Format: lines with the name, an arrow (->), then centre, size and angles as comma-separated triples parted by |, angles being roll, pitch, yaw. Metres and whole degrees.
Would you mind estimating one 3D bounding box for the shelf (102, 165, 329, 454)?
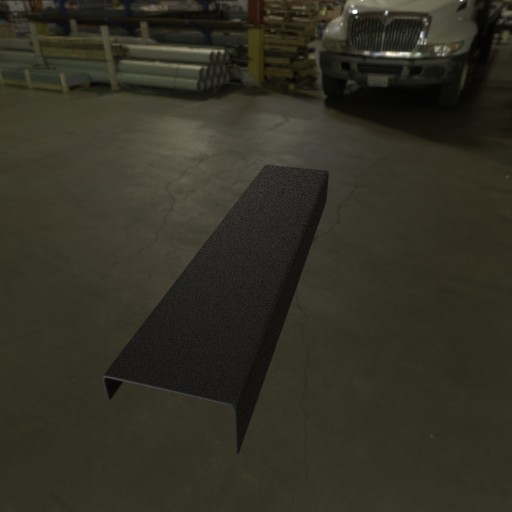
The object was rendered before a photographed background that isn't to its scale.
shelf -> 0.000, 0.000, 0.503 | 0.102, 0.053, 0.456 | 8, 32, 13
